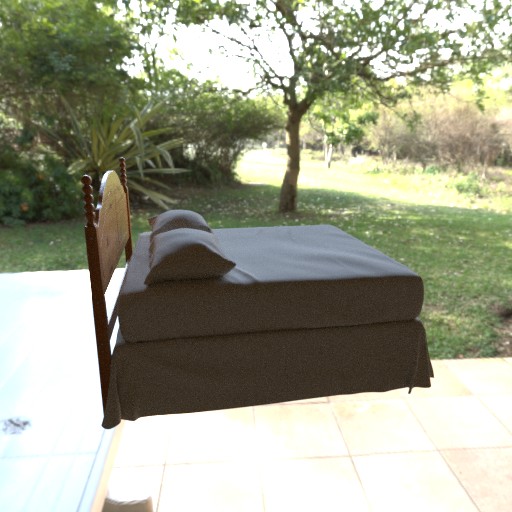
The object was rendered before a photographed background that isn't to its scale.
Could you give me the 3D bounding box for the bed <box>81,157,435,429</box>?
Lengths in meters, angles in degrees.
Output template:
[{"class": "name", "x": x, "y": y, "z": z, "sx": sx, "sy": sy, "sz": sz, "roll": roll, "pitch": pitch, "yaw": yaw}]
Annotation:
[{"class": "bed", "x": 0.000, "y": 0.000, "z": 3.264, "sx": 2.040, "sy": 1.356, "sz": 1.873, "roll": -3, "pitch": 16, "yaw": -10}]
